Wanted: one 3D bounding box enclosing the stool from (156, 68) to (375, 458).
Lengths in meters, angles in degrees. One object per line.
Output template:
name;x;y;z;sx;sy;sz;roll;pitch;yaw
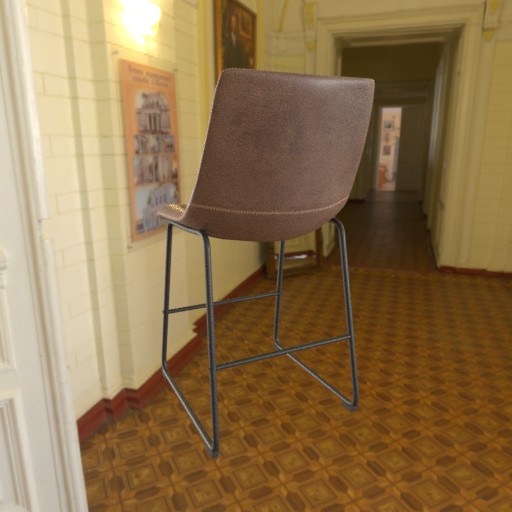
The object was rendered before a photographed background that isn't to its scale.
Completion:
stool;0.000;0.000;1.240;0.460;0.890;0.550;-7;16;-26
